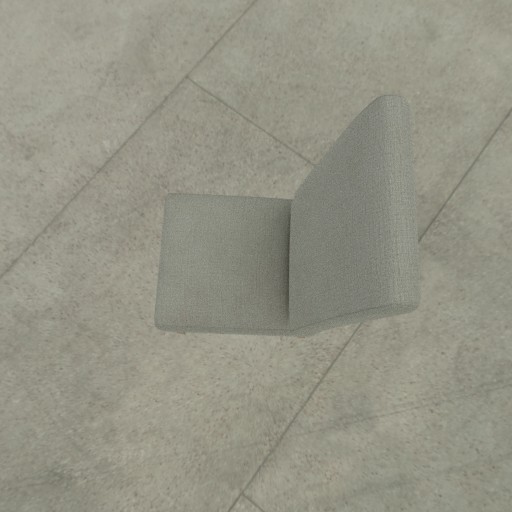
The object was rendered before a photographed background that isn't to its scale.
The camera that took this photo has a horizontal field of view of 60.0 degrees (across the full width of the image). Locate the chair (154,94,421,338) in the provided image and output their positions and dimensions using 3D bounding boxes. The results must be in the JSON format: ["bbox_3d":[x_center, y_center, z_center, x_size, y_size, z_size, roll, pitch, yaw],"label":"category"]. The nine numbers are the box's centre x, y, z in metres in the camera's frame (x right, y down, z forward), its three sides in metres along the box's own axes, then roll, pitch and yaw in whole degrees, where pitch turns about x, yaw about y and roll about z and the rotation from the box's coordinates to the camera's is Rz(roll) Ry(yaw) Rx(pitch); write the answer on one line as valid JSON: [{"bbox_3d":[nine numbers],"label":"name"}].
[{"bbox_3d":[0.000,0.000,1.326,0.611,1.033,0.450,2,76,1],"label":"chair"}]
